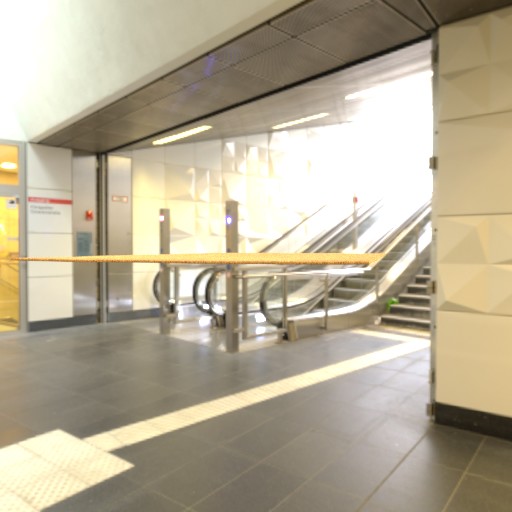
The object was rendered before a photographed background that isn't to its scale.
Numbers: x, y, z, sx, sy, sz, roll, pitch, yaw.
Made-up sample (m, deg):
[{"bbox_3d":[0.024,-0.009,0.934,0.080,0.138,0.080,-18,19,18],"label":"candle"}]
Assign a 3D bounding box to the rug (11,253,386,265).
[{"bbox_3d":[0.000,0.000,2.251,1.225,0.013,1.840,0,1,18],"label":"rug"}]
